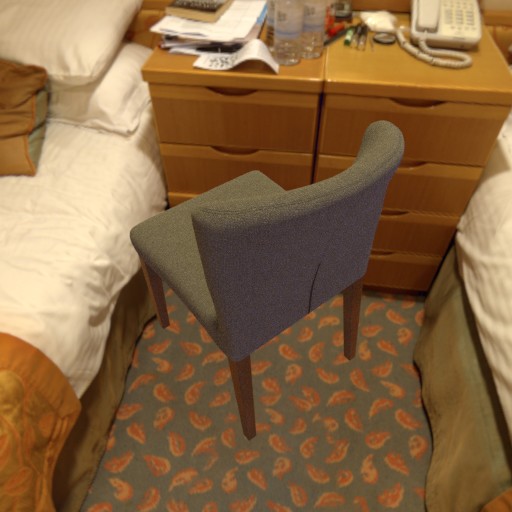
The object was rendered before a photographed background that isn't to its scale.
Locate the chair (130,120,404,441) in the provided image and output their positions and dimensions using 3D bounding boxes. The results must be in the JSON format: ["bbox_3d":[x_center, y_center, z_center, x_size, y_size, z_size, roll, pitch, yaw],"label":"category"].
[{"bbox_3d":[0.000,0.000,1.191,0.491,0.839,0.589,-30,53,-26],"label":"chair"}]
